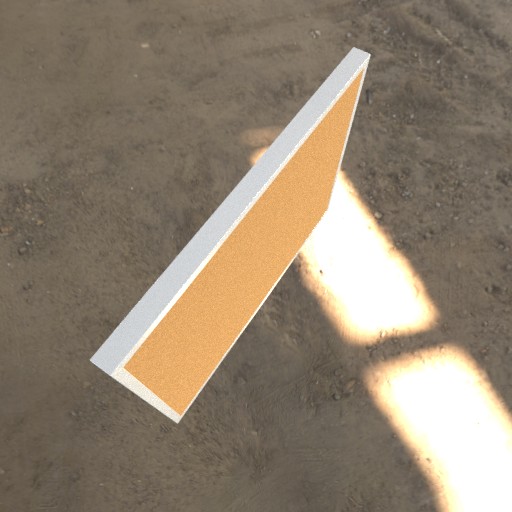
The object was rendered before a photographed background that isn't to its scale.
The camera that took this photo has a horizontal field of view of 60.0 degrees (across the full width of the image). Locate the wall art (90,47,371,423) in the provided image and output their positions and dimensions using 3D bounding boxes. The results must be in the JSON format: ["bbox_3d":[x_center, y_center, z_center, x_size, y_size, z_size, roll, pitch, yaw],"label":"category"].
[{"bbox_3d":[0.000,0.000,1.372,0.053,0.787,1.041,31,67,15],"label":"wall art"}]
